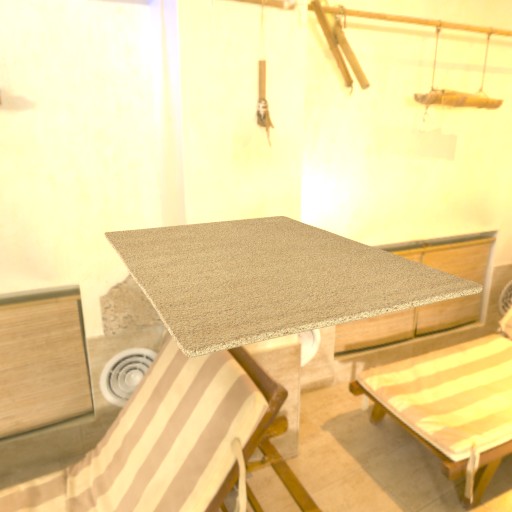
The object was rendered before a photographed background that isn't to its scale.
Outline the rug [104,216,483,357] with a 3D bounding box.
[{"bbox_3d":[0.000,0.000,2.149,1.199,0.025,1.600,-8,18,-25],"label":"rug"}]
